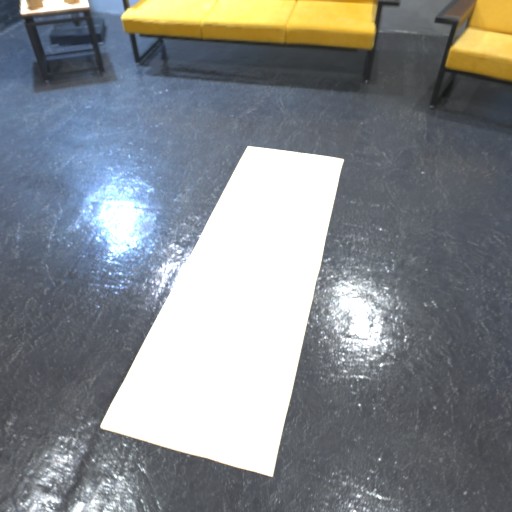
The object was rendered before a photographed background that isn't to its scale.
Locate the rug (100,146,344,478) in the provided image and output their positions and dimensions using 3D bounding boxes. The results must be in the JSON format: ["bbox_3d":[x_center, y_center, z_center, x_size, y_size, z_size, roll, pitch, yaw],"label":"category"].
[{"bbox_3d":[0.000,0.000,2.717,0.793,0.014,2.450,11,46,10],"label":"rug"}]
